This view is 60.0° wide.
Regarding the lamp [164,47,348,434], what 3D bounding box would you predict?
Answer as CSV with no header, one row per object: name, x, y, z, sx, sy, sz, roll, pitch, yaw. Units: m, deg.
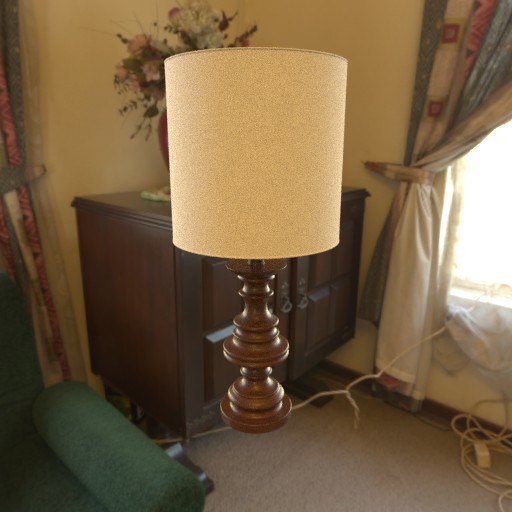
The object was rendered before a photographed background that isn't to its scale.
lamp,0.000,0.000,0.570,0.208,0.455,0.208,7,16,25
